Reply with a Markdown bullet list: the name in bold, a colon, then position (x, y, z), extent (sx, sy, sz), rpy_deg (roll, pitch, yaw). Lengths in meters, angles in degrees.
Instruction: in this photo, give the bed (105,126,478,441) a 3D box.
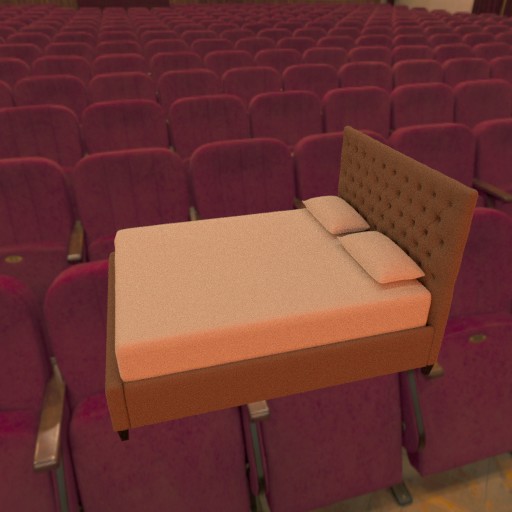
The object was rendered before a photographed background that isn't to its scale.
- **bed**: position (0.000, 0.000, 3.322), extent (2.233, 1.426, 1.696), rpy_deg (-8, 30, -13)
